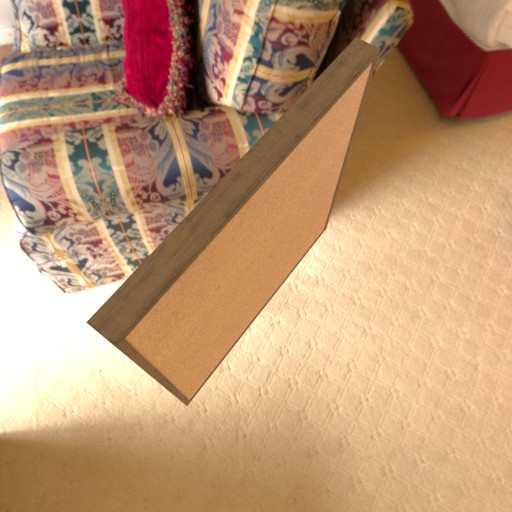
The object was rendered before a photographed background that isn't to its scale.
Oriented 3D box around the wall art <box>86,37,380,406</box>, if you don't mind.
[{"bbox_3d":[0.000,0.000,0.749,0.038,0.508,0.508,34,70,15],"label":"wall art"}]
